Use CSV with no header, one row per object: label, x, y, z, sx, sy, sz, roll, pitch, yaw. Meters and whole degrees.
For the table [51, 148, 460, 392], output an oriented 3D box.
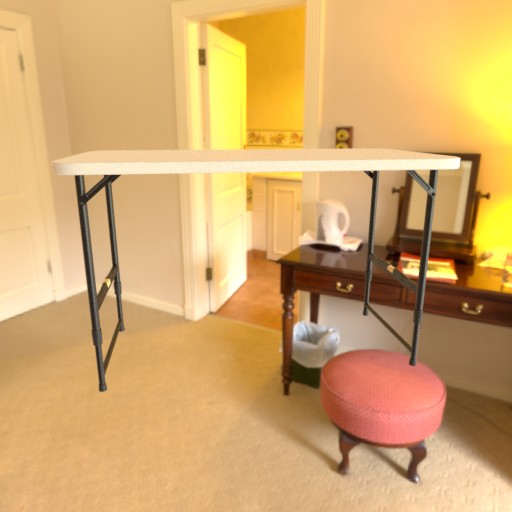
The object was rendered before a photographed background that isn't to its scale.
table,0.000,0.000,1.635,1.219,0.737,0.610,-2,17,-8
